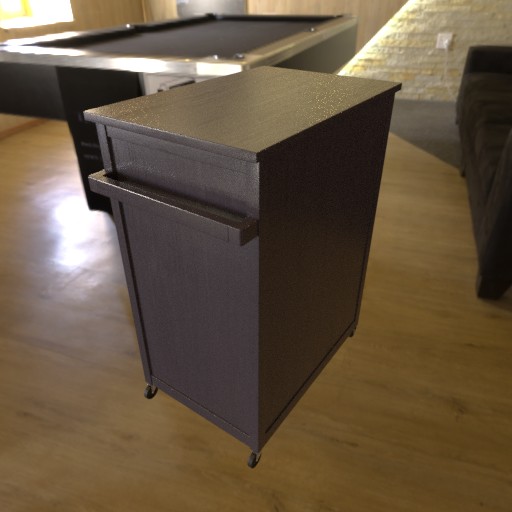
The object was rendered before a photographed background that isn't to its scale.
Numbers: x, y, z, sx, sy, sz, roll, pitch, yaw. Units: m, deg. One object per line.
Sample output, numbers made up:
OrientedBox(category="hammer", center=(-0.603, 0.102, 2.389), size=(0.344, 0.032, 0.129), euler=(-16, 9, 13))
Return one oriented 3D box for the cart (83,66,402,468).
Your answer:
OrientedBox(category="cart", center=(0.000, 0.000, 1.262), size=(0.449, 0.878, 0.690), euler=(21, 38, 29))
